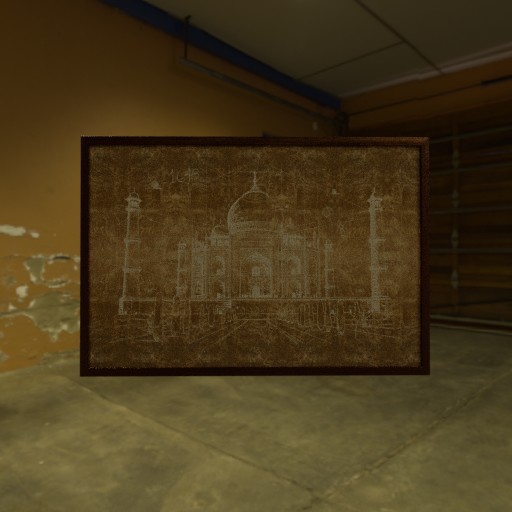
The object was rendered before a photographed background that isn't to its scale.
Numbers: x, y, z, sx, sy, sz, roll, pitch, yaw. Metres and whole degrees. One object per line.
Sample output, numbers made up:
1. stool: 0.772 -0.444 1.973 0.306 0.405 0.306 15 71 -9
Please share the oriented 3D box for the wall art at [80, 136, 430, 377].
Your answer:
1. wall art: 0.000 0.000 1.042 0.816 0.559 0.014 0 -1 -1
